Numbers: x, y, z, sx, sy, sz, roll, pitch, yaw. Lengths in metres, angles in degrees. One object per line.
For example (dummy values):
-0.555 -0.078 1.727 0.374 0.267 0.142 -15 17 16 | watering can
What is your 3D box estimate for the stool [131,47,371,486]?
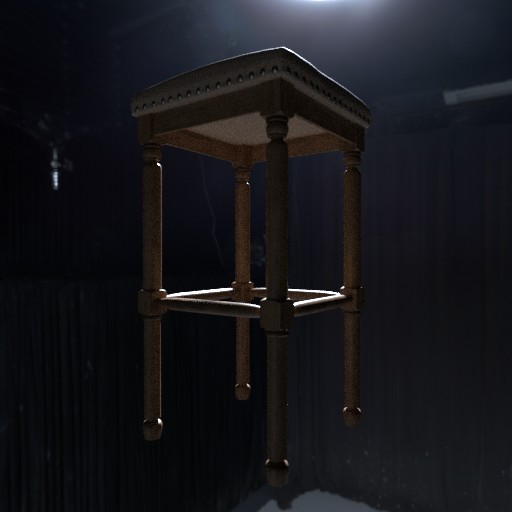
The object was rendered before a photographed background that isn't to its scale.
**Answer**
0.000 0.000 0.974 0.383 0.768 0.382 0 0 36 | stool
